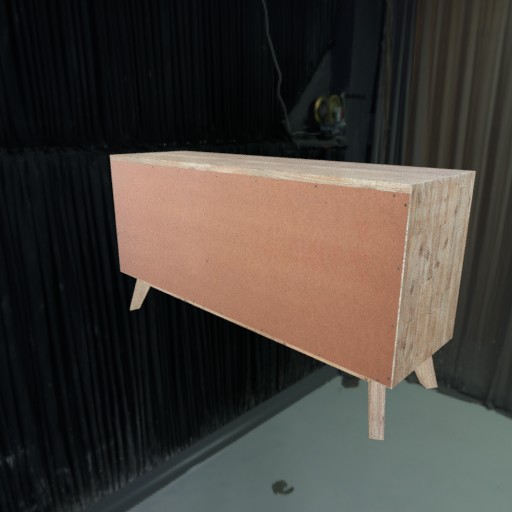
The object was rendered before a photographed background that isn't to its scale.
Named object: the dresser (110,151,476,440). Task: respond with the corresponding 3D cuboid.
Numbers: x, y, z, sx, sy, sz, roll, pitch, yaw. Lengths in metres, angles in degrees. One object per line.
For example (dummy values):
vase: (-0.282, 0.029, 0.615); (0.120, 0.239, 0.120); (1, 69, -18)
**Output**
dresser: (0.000, 0.000, 1.921); (1.554, 0.805, 0.455); (16, 23, 42)
